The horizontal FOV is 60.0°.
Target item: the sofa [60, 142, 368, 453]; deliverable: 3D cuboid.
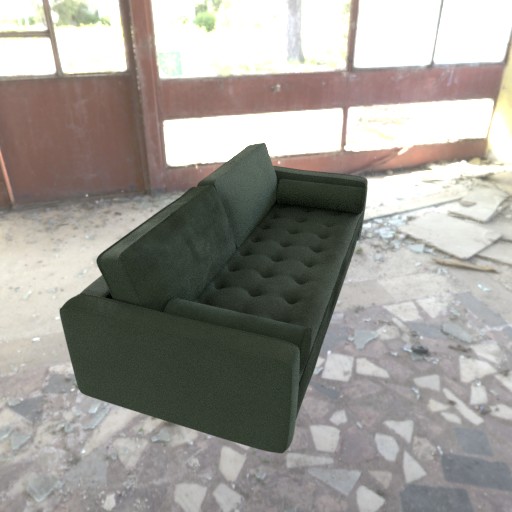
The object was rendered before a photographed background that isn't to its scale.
[{"bbox_3d":[0.000,0.000,2.343,0.916,0.772,1.880,10,31,17],"label":"sofa"}]
